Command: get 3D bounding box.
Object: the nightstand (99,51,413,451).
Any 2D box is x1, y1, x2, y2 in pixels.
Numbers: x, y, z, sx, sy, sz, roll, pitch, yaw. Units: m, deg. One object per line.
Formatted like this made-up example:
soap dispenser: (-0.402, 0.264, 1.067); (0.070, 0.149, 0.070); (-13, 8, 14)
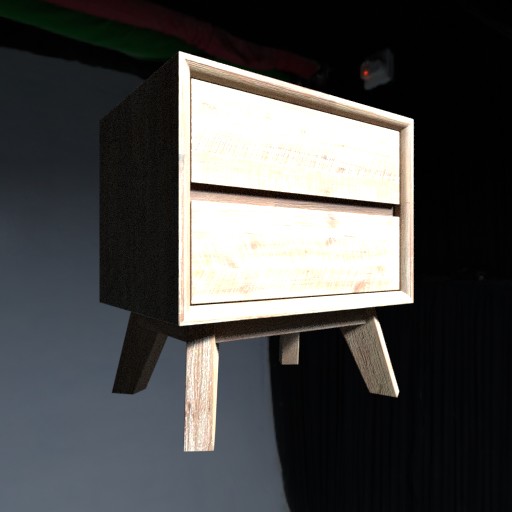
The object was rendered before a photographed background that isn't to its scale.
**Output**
nightstand: (0.000, 0.000, 0.958); (0.552, 0.589, 0.396); (0, 0, -35)
